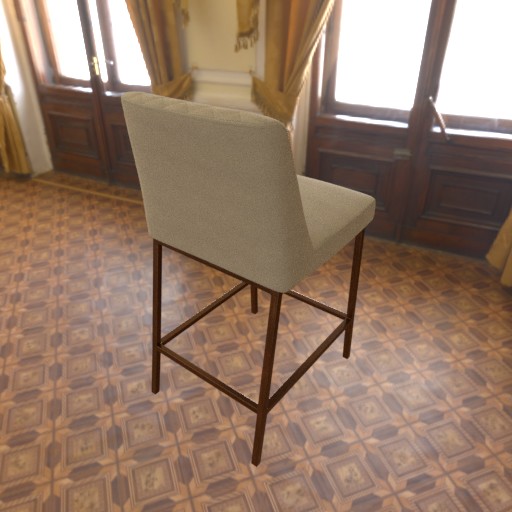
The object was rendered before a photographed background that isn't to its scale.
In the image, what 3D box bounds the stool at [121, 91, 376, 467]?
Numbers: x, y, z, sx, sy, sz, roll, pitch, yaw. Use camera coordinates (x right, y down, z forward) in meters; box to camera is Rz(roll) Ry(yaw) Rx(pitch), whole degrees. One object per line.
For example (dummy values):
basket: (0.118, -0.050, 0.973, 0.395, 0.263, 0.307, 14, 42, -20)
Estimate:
stool: (0.000, 0.000, 1.334, 0.507, 0.973, 0.576, 22, 37, 32)
